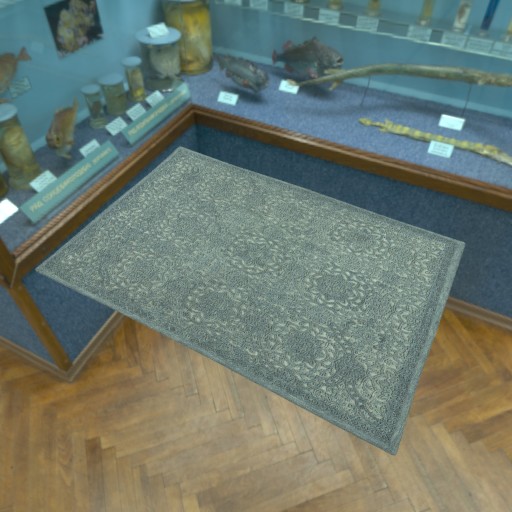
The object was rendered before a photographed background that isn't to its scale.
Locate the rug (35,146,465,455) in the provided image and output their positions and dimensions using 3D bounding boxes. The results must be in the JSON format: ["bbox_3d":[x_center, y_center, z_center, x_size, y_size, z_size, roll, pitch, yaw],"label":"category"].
[{"bbox_3d":[0.000,0.000,2.253,1.830,0.016,1.224,22,51,19],"label":"rug"}]
